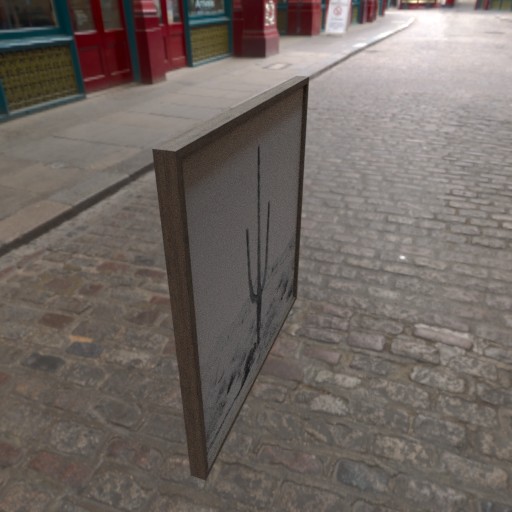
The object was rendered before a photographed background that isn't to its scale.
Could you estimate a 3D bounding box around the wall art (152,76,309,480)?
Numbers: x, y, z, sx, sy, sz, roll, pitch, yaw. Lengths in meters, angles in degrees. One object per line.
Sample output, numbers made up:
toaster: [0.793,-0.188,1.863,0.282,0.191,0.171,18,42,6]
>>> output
wall art: [0.000,0.000,1.134,0.038,0.762,0.762,10,32,18]
